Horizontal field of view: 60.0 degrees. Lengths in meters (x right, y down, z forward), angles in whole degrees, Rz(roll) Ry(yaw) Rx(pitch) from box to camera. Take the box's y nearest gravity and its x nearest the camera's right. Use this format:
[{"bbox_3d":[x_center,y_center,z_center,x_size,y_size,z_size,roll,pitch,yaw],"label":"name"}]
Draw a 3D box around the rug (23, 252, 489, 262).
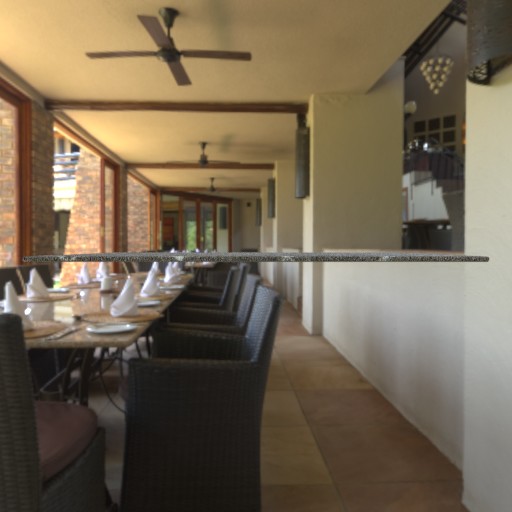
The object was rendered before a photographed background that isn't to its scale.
[{"bbox_3d":[0.000,0.000,3.059,2.438,0.030,1.524,0,1,0],"label":"rug"}]
